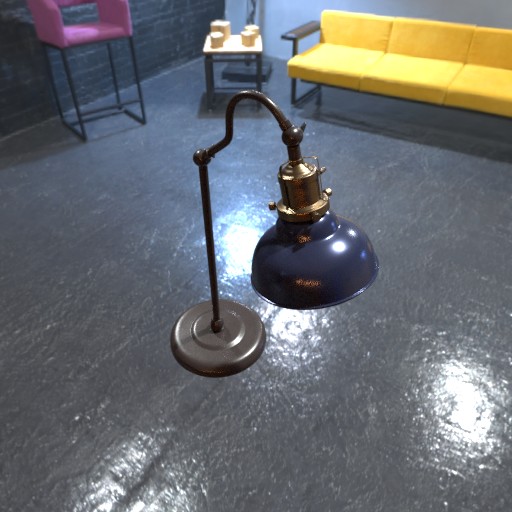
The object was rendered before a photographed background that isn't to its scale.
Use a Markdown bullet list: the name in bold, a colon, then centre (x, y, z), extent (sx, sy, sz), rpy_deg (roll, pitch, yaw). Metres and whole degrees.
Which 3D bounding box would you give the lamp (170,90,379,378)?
- **lamp**: centre (0.000, 0.000, 0.689), extent (0.374, 0.508, 0.192), rpy_deg (23, 45, 26)
